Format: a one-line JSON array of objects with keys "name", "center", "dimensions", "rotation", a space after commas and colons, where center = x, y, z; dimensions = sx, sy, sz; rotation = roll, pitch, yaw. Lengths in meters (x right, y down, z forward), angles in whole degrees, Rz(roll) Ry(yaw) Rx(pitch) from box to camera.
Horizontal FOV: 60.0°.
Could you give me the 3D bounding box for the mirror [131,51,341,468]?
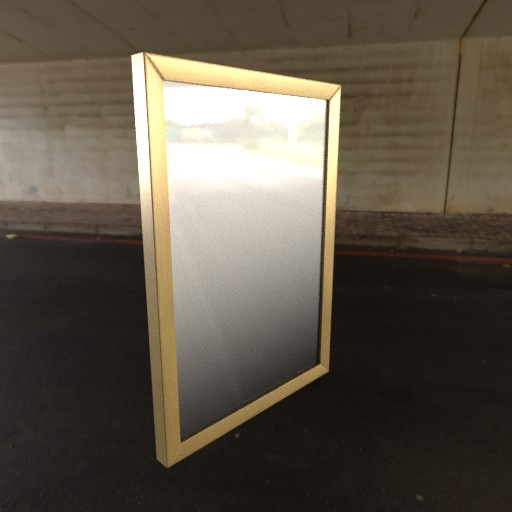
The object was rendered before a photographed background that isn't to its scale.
[{"name": "mirror", "center": [0.000, 0.000, 0.920], "dimensions": [0.040, 0.710, 0.507], "rotation": [13, 19, 43]}]
